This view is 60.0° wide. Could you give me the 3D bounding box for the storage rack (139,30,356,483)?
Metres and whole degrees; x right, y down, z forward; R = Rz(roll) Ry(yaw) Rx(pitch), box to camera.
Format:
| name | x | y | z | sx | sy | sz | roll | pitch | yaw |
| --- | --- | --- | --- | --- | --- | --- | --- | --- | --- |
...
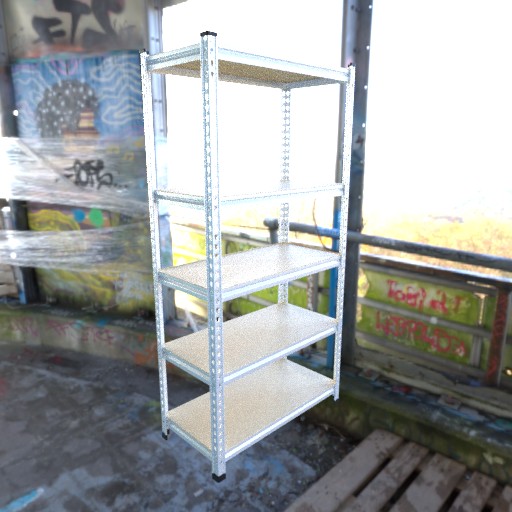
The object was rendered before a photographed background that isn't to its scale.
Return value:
| name | x | y | z | sx | sy | sz | roll | pitch | yaw |
| --- | --- | --- | --- | --- | --- | --- | --- | --- | --- |
| storage rack | 0.000 | 0.000 | 2.202 | 0.914 | 1.829 | 0.457 | -13 | 19 | -43 |
